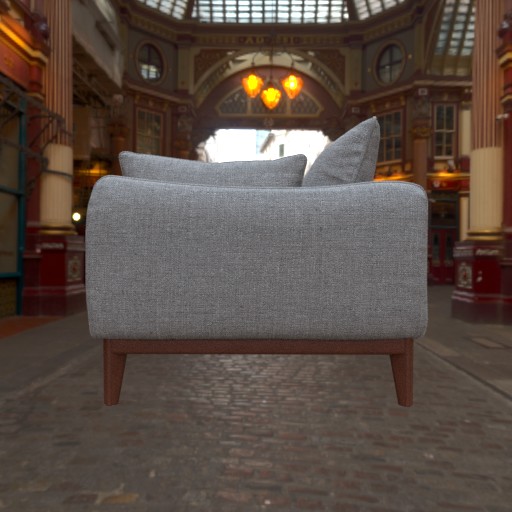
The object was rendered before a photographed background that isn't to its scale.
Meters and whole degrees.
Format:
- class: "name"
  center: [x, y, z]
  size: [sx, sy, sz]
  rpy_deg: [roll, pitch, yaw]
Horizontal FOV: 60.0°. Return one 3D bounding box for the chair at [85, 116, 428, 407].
- class: "chair"
  center: [0.000, 0.000, 1.680]
  size: [0.976, 0.839, 0.993]
  rpy_deg: [0, 1, 1]
